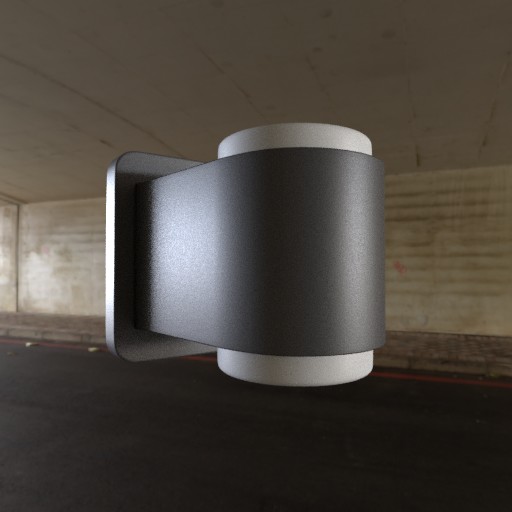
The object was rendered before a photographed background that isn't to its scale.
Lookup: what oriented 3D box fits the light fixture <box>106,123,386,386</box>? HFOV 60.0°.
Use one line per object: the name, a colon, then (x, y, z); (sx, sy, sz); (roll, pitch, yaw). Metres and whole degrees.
light fixture: (0.000, 0.000, 0.216); (0.109, 0.109, 0.132); (1, -2, -36)
